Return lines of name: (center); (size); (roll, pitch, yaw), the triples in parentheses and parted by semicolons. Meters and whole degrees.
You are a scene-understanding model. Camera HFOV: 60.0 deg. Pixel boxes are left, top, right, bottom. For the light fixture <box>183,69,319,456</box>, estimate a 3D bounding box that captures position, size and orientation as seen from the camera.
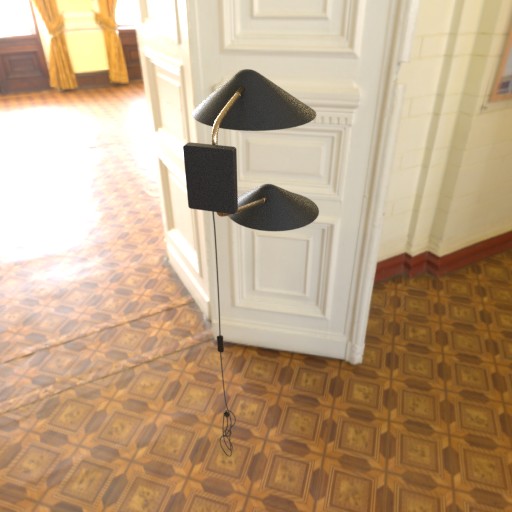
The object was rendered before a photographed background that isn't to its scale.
light fixture: (0.000, 0.000, 0.827); (0.189, 0.665, 0.422); (9, 34, 14)
